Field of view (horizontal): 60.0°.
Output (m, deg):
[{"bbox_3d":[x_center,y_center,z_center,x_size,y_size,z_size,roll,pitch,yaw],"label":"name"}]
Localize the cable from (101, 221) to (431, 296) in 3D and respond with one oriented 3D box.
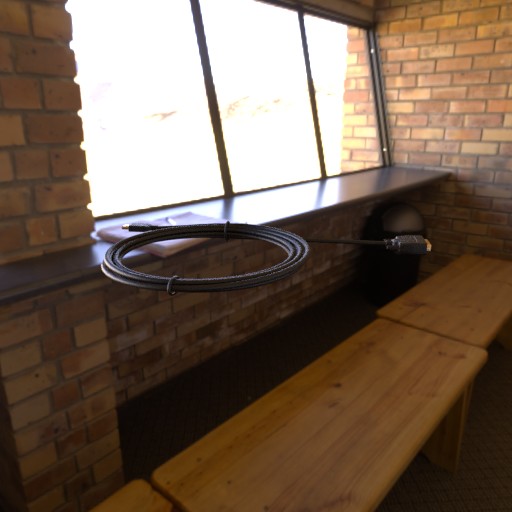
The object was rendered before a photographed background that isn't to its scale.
[{"bbox_3d":[0.000,0.000,0.511,0.422,0.030,0.257,3,18,9],"label":"cable"}]
